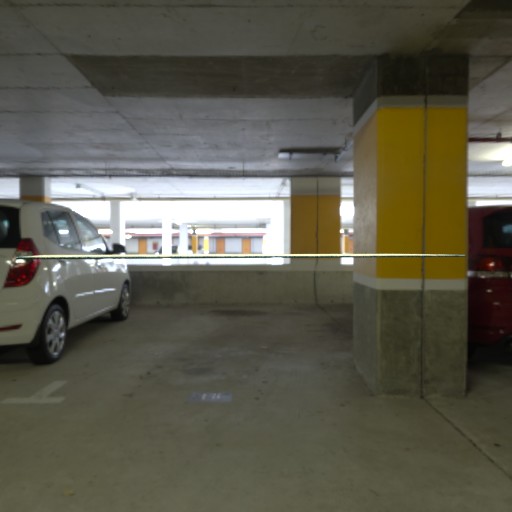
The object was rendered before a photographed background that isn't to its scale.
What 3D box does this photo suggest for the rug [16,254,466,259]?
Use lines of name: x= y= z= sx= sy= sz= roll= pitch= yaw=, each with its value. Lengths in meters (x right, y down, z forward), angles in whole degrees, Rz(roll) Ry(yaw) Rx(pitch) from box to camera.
rug: x=0.000 y=0.000 z=2.652 sx=2.435 sy=0.011 sz=0.750 roll=0 pitch=1 yaw=-18
